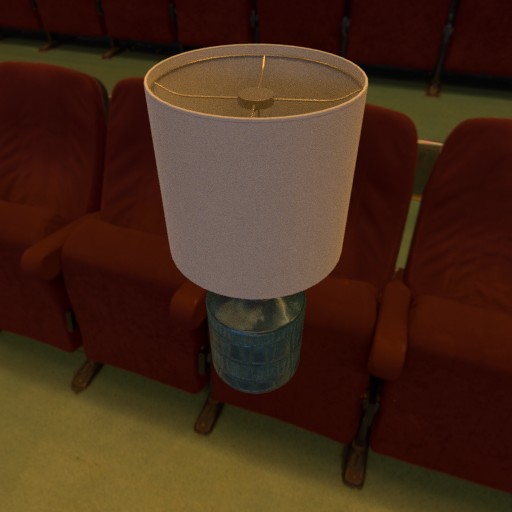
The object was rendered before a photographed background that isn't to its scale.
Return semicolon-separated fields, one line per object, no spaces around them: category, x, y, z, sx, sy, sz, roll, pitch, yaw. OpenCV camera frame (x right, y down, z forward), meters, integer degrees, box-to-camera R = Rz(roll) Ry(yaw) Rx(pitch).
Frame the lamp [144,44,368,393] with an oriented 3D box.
lamp;0.000;0.000;0.571;0.211;0.455;0.211;13;42;15
